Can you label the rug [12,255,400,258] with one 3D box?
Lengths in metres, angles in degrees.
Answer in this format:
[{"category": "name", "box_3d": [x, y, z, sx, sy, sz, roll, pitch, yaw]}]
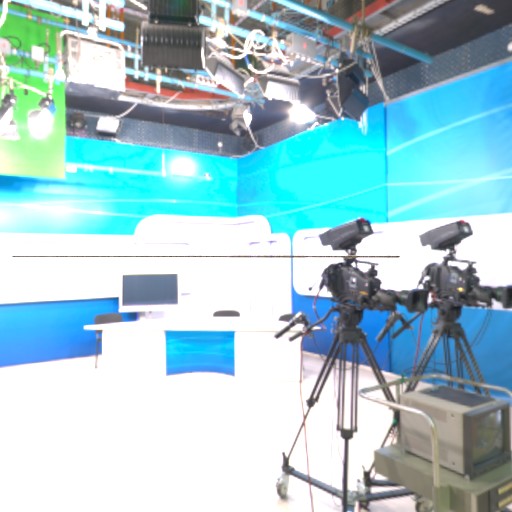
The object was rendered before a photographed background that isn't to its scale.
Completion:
[{"category": "rug", "box_3d": [0.000, 0.000, 3.794, 2.286, 0.013, 2.894, 0, 0, 17]}]
